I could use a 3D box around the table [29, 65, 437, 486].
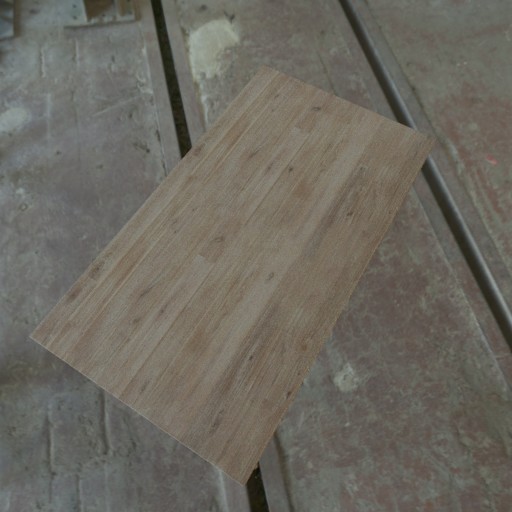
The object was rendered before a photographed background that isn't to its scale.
[{"bbox_3d":[0.000,0.000,2.019,0.918,0.531,1.619,29,67,14],"label":"table"}]
